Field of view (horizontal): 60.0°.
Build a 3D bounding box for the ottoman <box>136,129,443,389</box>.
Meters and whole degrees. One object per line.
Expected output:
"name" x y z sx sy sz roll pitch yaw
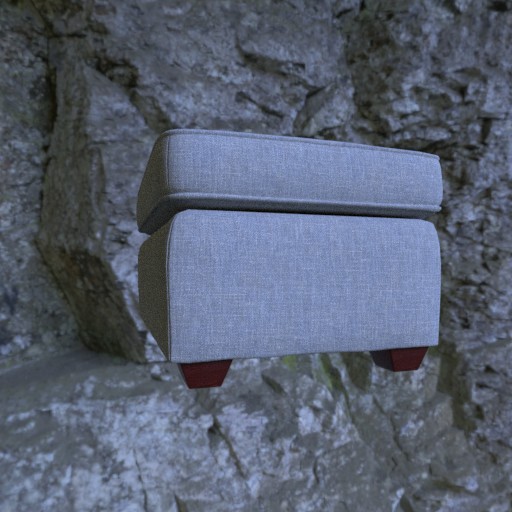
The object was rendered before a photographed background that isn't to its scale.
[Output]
"ottoman" 0.000 0.000 1.117 0.559 0.457 0.762 1 -2 -18
